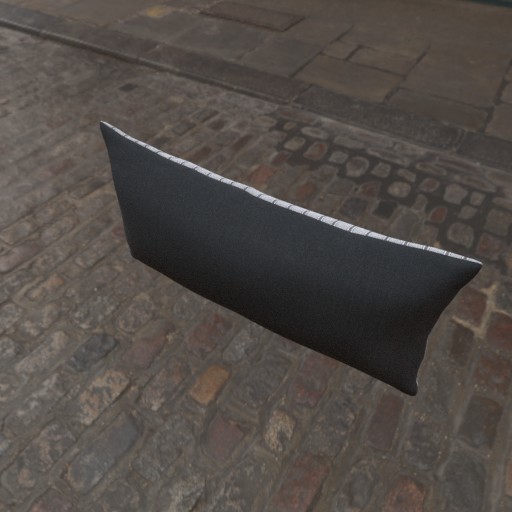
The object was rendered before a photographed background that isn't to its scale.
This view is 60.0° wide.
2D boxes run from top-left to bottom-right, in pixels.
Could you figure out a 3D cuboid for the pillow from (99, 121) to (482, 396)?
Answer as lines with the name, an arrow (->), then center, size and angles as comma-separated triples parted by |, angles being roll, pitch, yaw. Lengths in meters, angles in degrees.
pillow -> 0.000, 0.000, 0.719 | 0.609, 0.305, 0.151 | 23, 49, 22
